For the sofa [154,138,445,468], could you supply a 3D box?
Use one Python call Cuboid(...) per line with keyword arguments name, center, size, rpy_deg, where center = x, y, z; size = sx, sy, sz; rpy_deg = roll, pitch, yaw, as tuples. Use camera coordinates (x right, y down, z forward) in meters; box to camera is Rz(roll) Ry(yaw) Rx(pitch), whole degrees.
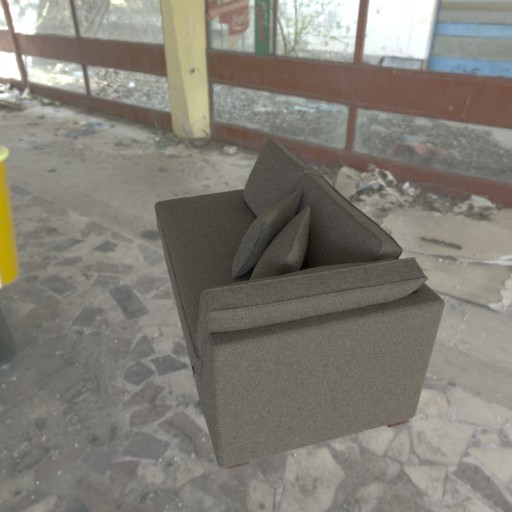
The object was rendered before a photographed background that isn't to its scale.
Cuboid(name="sofa", center=(0.000, 0.000, 2.883), size=(1.110, 1.033, 2.237), rpy_deg=(-9, 32, -14))
